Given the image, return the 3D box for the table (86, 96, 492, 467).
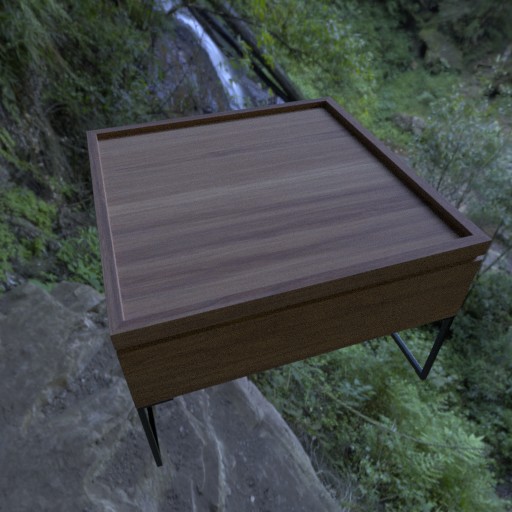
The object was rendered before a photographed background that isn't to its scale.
[{"bbox_3d":[0.000,0.000,1.116,0.679,0.464,0.676,-13,44,-14],"label":"table"}]
